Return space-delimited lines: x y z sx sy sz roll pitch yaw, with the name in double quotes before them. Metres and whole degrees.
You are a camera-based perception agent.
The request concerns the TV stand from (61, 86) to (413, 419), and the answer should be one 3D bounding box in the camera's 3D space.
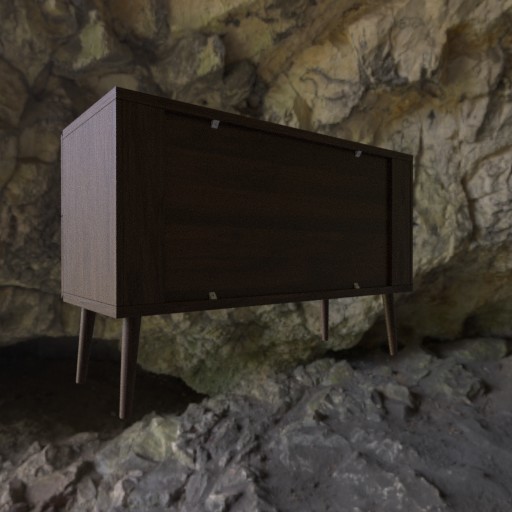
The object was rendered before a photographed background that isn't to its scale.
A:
"TV stand" 0.000 0.000 1.315 0.990 0.660 0.405 0 1 -37
